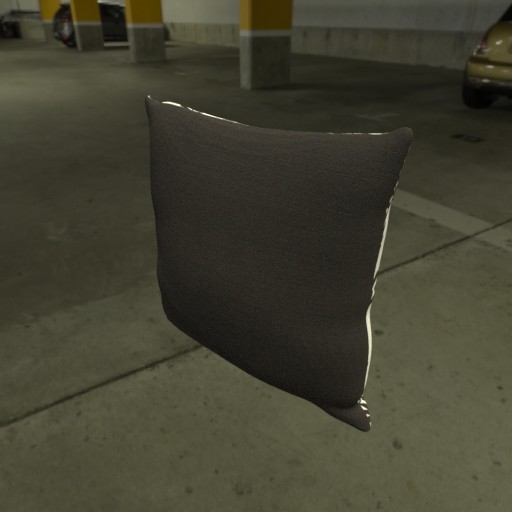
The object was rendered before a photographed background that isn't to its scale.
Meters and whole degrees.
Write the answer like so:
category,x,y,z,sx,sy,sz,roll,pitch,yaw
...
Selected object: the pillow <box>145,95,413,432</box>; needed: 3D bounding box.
category,x,y,z,sx,sy,sz,roll,pitch,yaw
pillow,0.000,0.000,0.676,0.440,0.441,0.182,21,35,33
